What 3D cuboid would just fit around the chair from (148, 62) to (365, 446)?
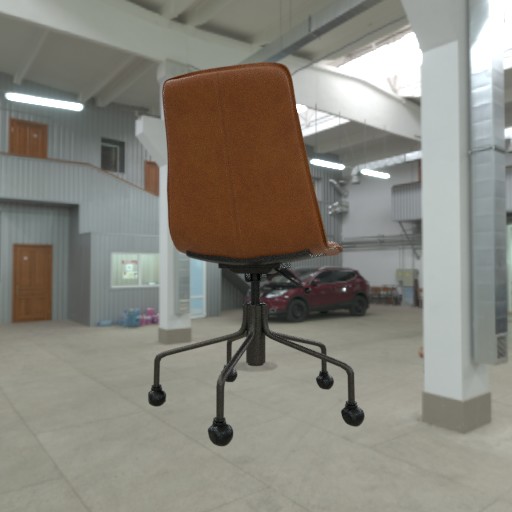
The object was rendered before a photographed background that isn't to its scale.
[{"bbox_3d":[0.000,0.000,1.361,0.651,0.920,0.660,0,-2,17],"label":"chair"}]
